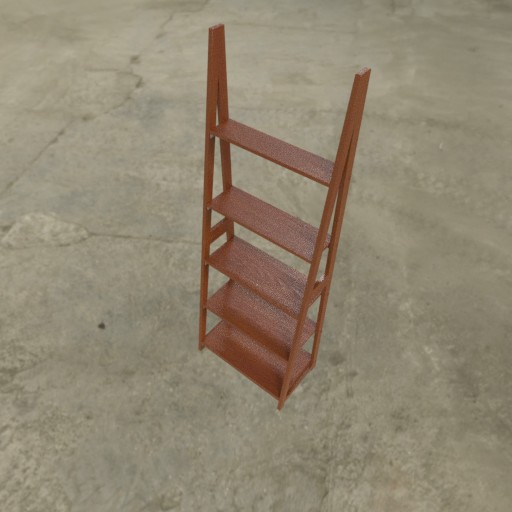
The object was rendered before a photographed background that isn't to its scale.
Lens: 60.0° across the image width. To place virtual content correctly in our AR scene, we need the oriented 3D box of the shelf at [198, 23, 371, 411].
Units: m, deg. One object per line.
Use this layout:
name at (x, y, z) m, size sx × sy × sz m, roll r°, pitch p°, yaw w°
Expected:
shelf at (0.000, 0.000, 2.042) m, size 0.630 × 1.780 × 0.356 m, roll 30°, pitch 53°, yaw 26°
